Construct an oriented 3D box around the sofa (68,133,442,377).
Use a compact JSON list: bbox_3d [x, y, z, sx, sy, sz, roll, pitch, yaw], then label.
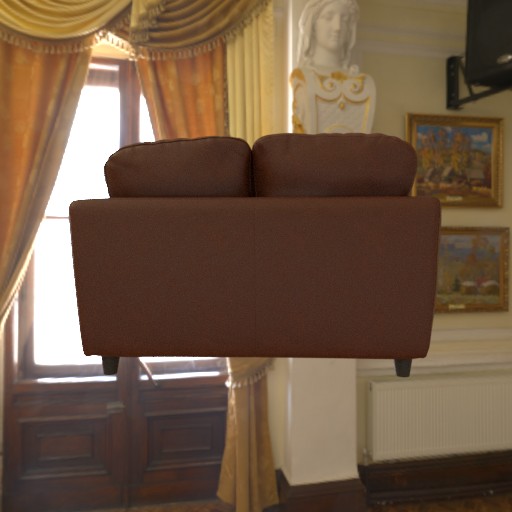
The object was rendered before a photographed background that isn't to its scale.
[{"bbox_3d":[0.000,0.000,1.964,1.406,0.906,0.805,0,-1,2],"label":"sofa"}]
